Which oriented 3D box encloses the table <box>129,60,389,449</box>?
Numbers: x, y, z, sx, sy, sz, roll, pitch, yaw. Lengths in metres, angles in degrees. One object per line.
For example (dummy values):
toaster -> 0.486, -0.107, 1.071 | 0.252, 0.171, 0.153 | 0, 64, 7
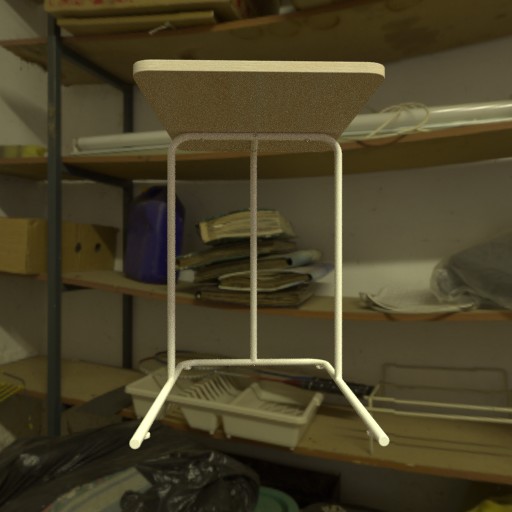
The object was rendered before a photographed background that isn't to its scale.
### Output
table -> 0.000, 0.000, 0.865 | 0.370, 0.550, 0.480 | 0, 0, -1
